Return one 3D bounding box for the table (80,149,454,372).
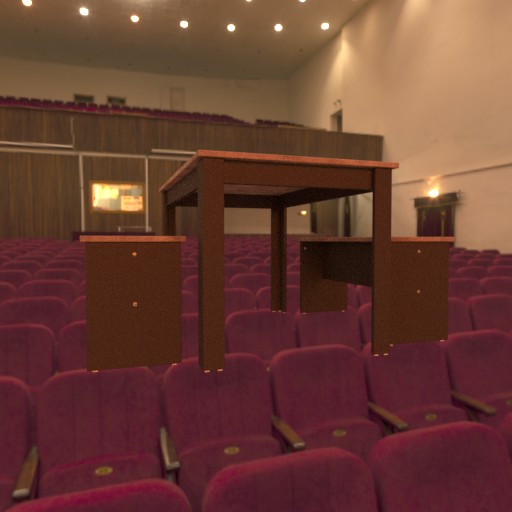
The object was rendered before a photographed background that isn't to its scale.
[{"bbox_3d":[0.000,0.000,2.015,1.443,0.700,1.100,-1,2,-19],"label":"table"}]
